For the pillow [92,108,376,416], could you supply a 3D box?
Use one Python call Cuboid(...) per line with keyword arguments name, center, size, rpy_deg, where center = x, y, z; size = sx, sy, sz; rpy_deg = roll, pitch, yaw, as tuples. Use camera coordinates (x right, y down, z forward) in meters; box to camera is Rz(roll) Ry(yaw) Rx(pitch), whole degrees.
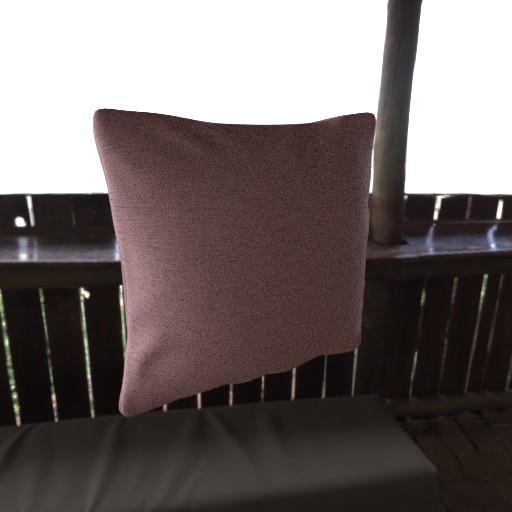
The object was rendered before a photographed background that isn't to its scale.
Cuboid(name="pillow", center=(0.000, 0.000, 0.661), size=(0.432, 0.415, 0.246), rpy_deg=(-9, 19, -28))
